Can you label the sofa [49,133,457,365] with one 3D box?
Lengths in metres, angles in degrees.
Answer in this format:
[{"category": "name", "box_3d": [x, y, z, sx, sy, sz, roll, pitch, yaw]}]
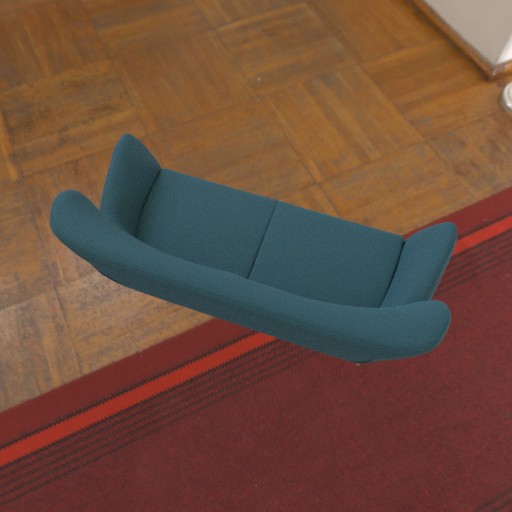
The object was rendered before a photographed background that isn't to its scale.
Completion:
[{"category": "sofa", "box_3d": [0.000, 0.000, 2.395, 1.930, 0.890, 0.889, 17, 64, 9]}]
